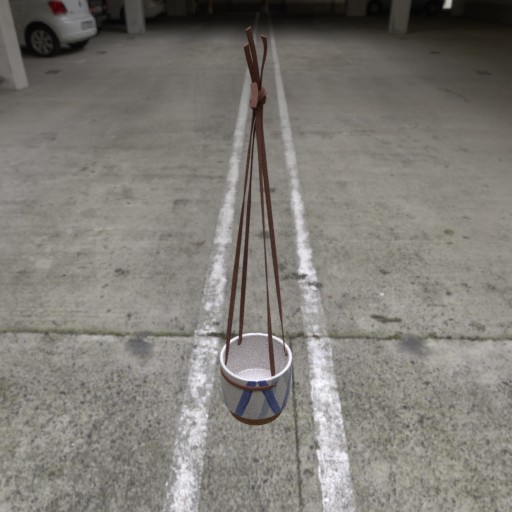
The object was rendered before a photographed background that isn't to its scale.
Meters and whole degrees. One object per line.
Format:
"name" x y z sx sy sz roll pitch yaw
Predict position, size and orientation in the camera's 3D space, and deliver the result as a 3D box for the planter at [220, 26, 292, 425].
"planter" 0.000 0.000 0.817 0.153 0.753 0.157 0 28 0
